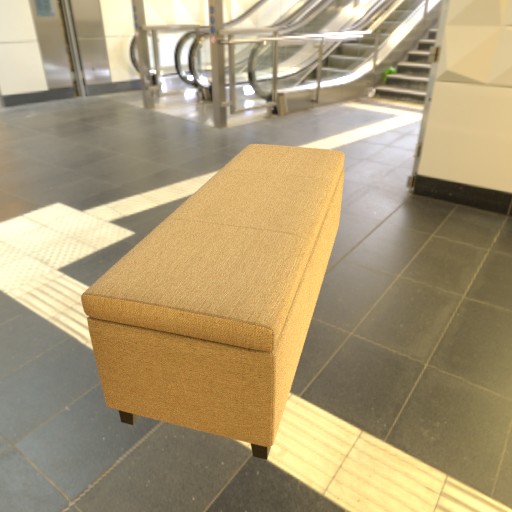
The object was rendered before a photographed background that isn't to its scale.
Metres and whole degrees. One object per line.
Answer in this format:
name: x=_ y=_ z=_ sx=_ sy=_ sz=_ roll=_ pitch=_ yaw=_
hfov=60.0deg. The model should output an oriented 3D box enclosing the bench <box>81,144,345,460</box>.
bench: x=0.000 y=0.000 z=1.522 sx=0.446 sy=0.438 sz=1.269 roll=8 pitch=31 yaw=14
